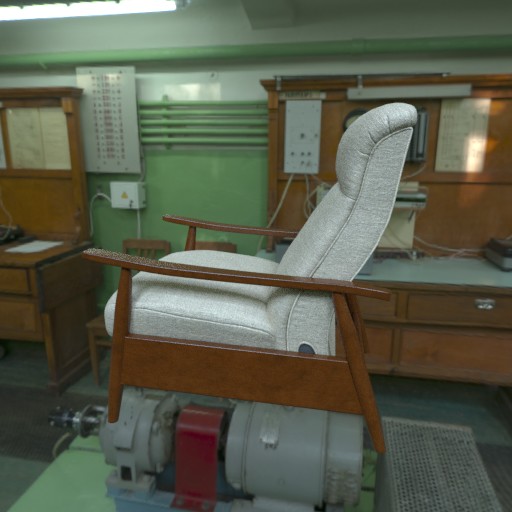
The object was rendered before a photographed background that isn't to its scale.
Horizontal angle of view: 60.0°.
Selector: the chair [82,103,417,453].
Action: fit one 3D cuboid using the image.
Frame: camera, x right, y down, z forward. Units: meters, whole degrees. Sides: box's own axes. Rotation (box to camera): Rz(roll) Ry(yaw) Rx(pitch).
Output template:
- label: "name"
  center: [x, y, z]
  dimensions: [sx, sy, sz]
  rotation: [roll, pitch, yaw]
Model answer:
- label: "chair"
  center: [0.000, 0.000, 1.718]
  dimensions: [1.014, 1.082, 0.762]
  rotation: [2, 15, 9]
